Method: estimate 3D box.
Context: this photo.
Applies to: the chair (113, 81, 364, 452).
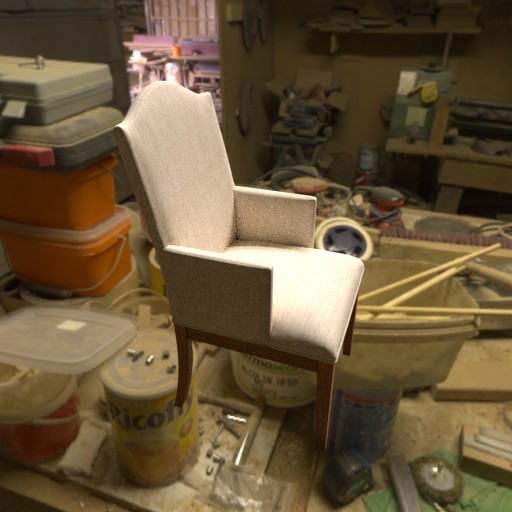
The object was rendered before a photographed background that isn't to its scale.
[{"bbox_3d":[0.000,0.000,1.411,0.641,1.016,0.533,10,32,17],"label":"chair"}]
